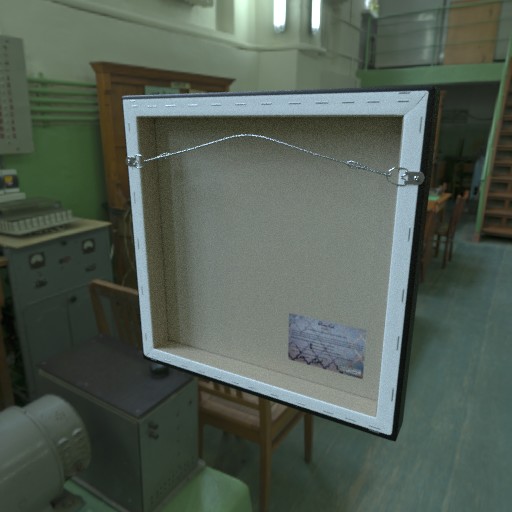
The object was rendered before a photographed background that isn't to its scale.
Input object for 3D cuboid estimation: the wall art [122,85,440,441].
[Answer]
[{"bbox_3d":[0.000,0.000,0.585,0.406,0.407,0.041,9,19,28],"label":"wall art"}]
